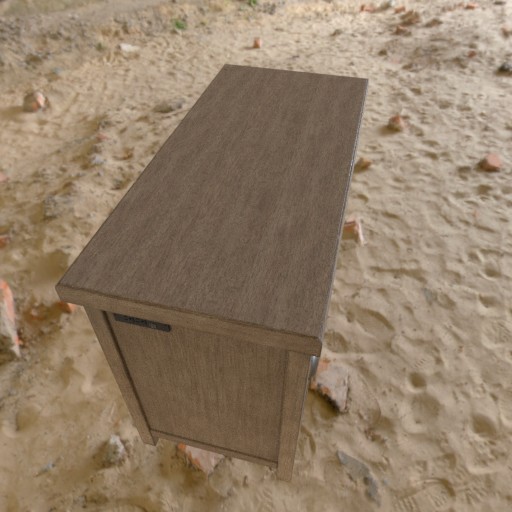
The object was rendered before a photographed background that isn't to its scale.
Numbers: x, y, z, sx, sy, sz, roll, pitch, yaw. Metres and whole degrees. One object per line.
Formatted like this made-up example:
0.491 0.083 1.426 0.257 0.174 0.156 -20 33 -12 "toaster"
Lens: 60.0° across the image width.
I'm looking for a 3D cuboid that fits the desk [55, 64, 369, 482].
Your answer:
0.000 0.000 1.703 0.610 0.912 1.289 10 46 10 "desk"
